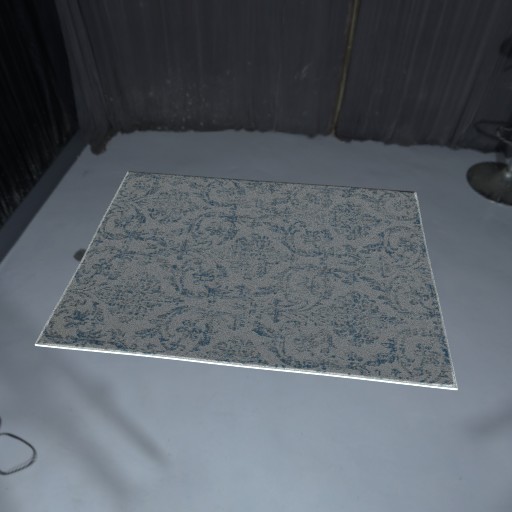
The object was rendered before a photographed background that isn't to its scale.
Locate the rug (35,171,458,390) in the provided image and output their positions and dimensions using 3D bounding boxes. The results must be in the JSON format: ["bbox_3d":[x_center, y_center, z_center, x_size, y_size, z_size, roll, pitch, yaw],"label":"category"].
[{"bbox_3d":[0.000,0.000,2.827,2.197,0.014,1.586,5,46,5],"label":"rug"}]
